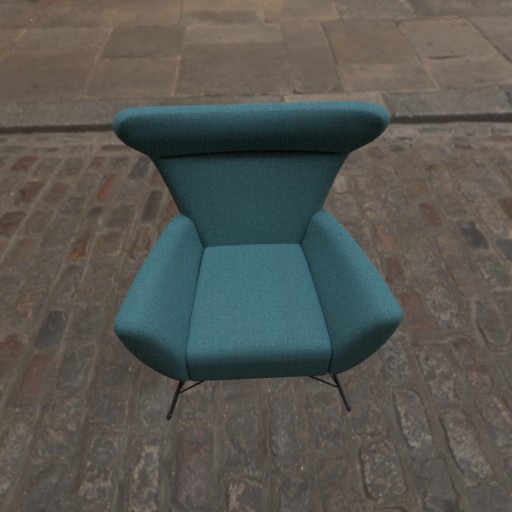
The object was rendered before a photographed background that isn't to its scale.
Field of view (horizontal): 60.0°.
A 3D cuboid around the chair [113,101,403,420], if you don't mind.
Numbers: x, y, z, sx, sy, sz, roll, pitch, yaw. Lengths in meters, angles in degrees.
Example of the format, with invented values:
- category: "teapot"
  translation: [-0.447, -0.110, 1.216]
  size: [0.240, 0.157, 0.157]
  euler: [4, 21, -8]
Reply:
- category: "chair"
  translation: [0.000, 0.000, 1.790]
  size: [1.050, 0.980, 0.900]
  euler: [-2, 47, -2]
